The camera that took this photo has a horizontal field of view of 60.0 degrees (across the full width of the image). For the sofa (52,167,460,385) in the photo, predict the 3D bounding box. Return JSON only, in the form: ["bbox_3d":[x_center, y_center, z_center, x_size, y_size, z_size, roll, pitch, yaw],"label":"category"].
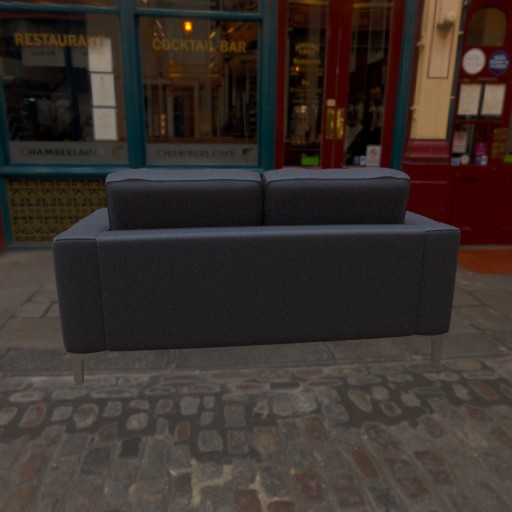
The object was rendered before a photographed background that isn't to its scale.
[{"bbox_3d":[0.000,0.000,2.238,1.726,0.893,0.833,-2,15,-7],"label":"sofa"}]
